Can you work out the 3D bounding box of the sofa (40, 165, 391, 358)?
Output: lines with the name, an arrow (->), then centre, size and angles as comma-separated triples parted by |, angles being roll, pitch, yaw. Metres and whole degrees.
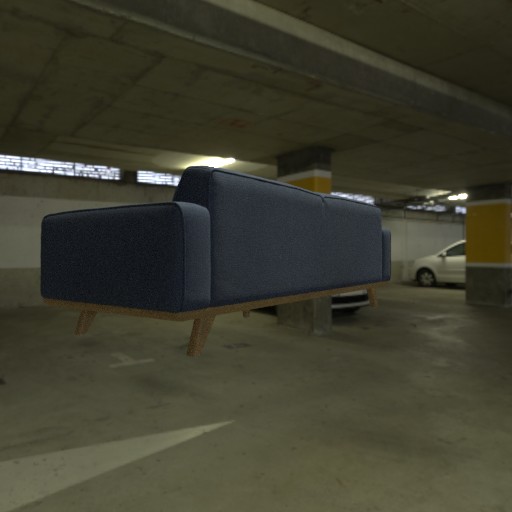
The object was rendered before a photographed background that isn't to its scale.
sofa -> 0.000, 0.000, 2.754 | 0.953, 0.782, 2.270 | 0, 1, 36
